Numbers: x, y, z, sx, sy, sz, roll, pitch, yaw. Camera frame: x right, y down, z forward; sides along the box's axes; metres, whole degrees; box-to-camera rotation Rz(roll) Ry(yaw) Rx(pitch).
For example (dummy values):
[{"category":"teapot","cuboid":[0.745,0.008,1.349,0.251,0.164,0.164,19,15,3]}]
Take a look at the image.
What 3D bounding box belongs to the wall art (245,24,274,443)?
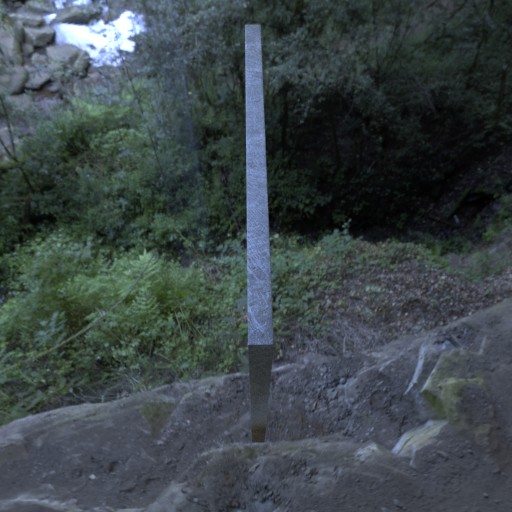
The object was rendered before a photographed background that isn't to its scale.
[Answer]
[{"category":"wall art","cuboid":[0.000,0.000,1.614,0.051,1.091,1.092,-1,58,-1]}]
